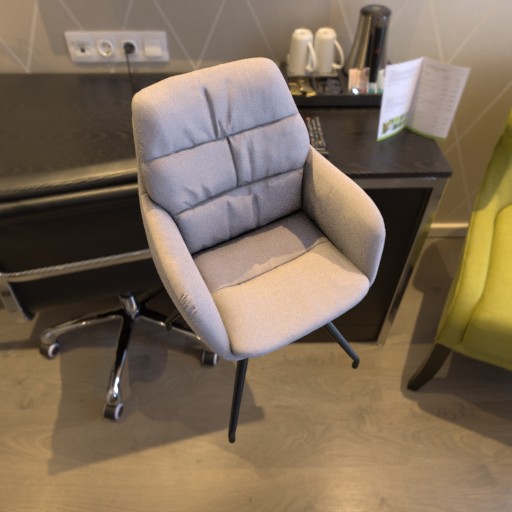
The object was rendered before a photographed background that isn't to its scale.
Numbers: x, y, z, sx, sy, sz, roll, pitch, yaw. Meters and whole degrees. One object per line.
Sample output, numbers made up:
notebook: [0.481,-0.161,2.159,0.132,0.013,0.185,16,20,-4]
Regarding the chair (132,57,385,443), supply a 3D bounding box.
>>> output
chair: [0.000,0.000,1.252,0.579,0.888,0.569,-24,51,-21]
